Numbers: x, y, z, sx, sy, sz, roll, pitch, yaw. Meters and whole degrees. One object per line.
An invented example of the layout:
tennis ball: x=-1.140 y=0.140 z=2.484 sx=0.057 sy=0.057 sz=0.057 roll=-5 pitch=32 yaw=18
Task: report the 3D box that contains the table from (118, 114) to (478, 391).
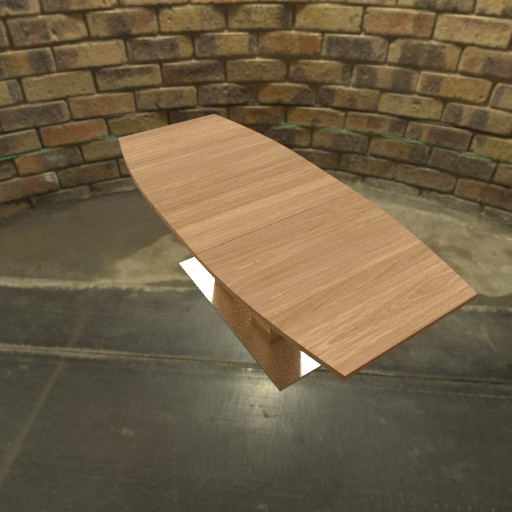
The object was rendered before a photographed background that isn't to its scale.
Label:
table: x=0.000 y=0.000 z=2.420 sx=0.900 sy=0.750 sz=2.032 roll=-23 pitch=45 yaw=-25
